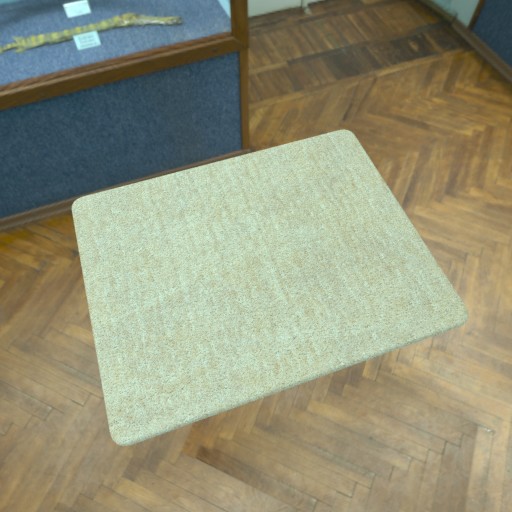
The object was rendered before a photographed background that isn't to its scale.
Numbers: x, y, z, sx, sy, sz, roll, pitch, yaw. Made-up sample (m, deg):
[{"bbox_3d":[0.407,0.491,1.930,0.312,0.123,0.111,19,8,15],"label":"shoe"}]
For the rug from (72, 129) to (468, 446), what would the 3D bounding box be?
[{"bbox_3d":[0.000,0.000,3.370,2.528,0.048,2.009,-17,61,-10],"label":"rug"}]
